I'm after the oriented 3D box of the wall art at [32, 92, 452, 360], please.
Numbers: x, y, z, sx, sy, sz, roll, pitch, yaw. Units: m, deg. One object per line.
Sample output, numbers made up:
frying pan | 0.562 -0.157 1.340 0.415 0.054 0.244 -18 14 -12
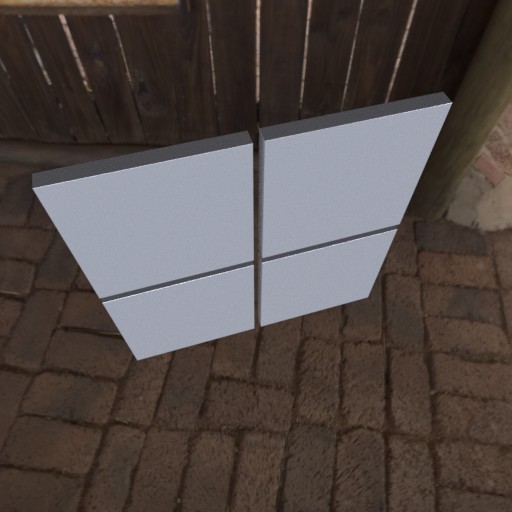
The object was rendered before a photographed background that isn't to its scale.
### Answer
wall art | 0.000 0.000 0.882 0.611 0.611 0.029 -14 57 -9
